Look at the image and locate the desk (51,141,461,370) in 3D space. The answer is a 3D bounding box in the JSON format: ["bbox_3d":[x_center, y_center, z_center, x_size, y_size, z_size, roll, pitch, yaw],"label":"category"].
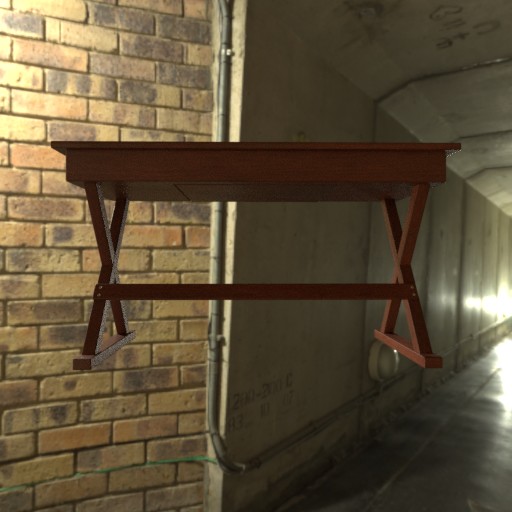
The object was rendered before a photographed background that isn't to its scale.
[{"bbox_3d":[0.000,0.000,1.777,1.372,0.761,0.600,0,0,-1],"label":"desk"}]
